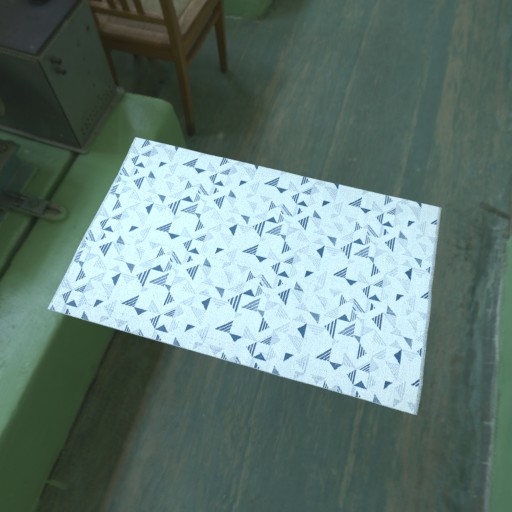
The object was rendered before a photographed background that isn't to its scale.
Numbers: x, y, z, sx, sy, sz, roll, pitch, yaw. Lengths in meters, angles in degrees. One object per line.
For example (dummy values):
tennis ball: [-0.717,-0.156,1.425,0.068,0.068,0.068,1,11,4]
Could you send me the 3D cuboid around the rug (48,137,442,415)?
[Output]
rug: [0.000,0.000,3.112,2.457,0.009,1.512,14,65,7]
